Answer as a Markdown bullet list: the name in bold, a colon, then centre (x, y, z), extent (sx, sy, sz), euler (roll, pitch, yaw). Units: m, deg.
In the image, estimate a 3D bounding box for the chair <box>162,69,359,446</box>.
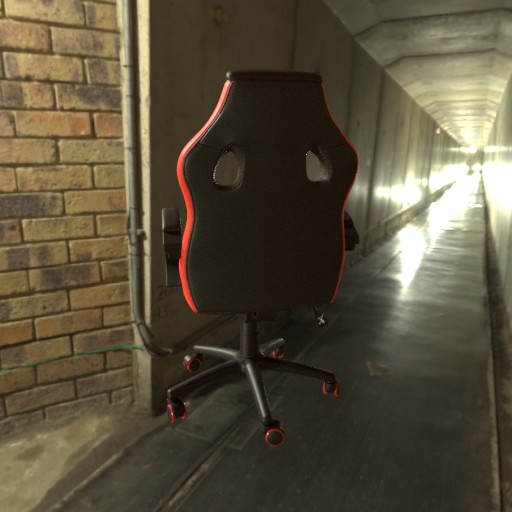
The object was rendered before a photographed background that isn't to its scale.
- **chair**: centre (0.000, 0.000, 1.402), extent (0.600, 1.016, 0.642), euler (-3, 14, -11)
